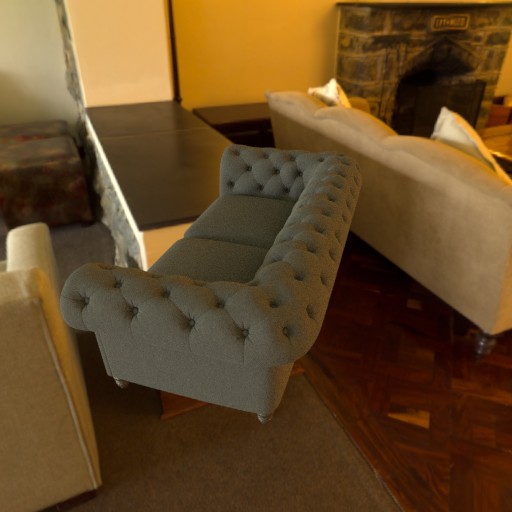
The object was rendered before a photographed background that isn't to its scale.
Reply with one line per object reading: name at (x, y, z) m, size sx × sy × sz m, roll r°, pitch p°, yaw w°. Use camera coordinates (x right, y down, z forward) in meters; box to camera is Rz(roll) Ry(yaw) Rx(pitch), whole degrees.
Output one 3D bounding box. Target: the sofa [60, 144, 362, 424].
sofa at (0.000, 0.000, 2.504) m, size 0.986 × 0.764 × 1.998 m, roll 9°, pitch 32°, yaw 15°
